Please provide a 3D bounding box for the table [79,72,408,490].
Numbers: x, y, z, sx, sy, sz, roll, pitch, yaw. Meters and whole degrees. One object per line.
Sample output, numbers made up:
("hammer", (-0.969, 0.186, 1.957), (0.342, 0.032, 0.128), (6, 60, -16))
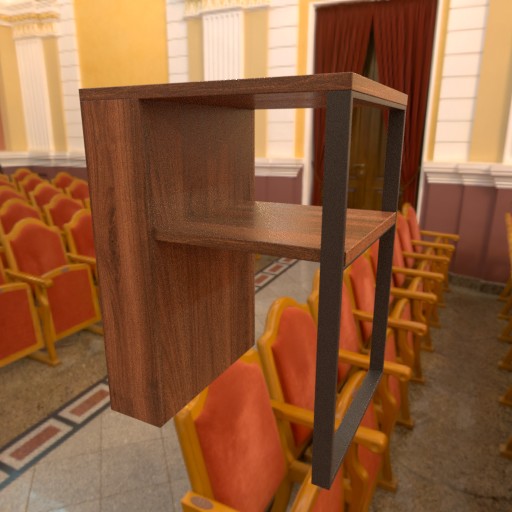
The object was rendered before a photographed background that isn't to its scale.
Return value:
("table", (0.000, 0.000, 1.496), (0.786, 1.041, 0.660), (8, 18, 26))
